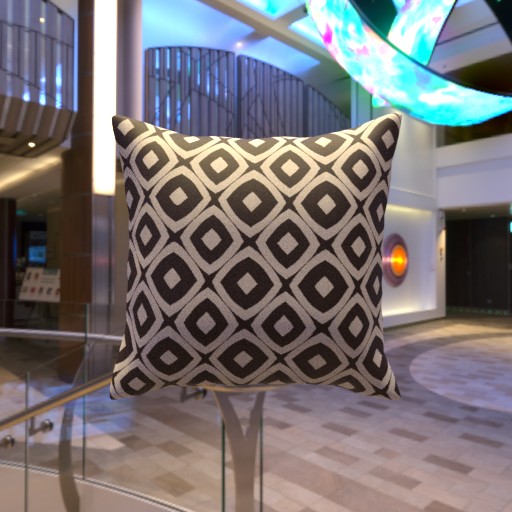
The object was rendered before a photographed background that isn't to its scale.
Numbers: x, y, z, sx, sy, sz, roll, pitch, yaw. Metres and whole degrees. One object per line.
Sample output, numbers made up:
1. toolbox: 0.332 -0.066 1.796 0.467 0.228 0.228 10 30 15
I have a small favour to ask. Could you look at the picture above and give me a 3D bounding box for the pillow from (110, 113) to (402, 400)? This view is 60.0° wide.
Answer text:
1. pillow: 0.000 0.000 0.766 0.504 0.494 0.188 0 -1 1
